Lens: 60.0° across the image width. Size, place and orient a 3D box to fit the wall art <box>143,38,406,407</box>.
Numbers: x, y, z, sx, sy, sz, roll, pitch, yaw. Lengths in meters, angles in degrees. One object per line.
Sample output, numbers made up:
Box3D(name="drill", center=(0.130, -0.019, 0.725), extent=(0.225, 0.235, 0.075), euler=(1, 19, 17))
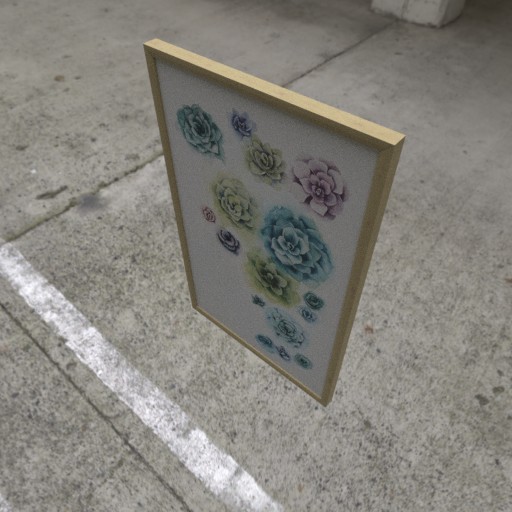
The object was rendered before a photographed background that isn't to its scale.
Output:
Box3D(name="wall art", center=(0.000, 0.000, 0.997), extent=(0.510, 0.810, 0.039), euler=(32, 55, 26))
